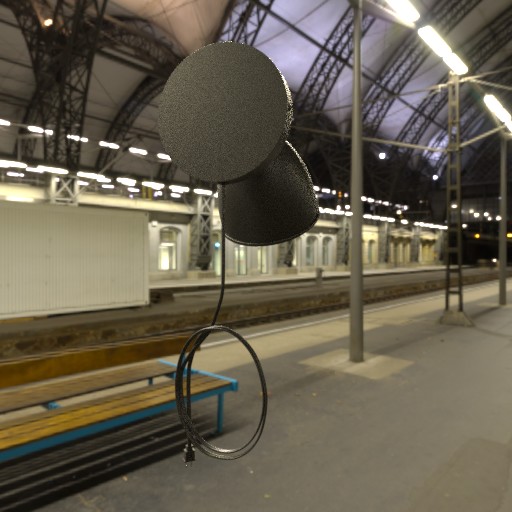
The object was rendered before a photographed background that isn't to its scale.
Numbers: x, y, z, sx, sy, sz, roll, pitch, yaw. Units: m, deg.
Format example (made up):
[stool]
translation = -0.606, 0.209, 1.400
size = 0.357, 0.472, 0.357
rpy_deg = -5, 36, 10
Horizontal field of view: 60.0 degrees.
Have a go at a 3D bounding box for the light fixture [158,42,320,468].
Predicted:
[light fixture]
translation = 0.000, 0.000, 0.494
size = 0.127, 0.401, 0.203
rpy_deg = 0, 0, 19
